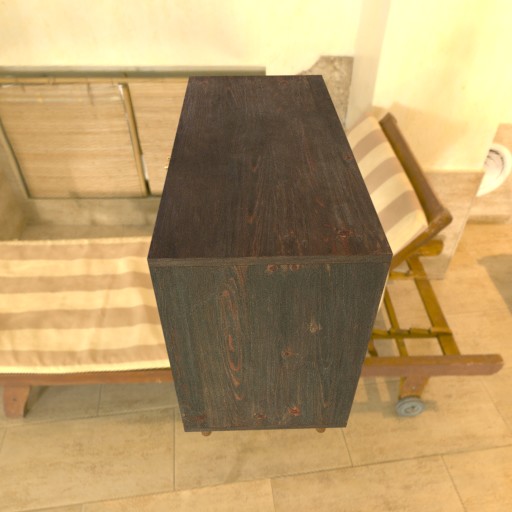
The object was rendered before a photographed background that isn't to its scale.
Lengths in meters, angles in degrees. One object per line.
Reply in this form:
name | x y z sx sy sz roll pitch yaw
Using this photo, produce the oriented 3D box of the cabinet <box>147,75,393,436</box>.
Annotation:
cabinet | 0.000 0.000 1.569 0.529 0.897 1.023 -1 41 -1
